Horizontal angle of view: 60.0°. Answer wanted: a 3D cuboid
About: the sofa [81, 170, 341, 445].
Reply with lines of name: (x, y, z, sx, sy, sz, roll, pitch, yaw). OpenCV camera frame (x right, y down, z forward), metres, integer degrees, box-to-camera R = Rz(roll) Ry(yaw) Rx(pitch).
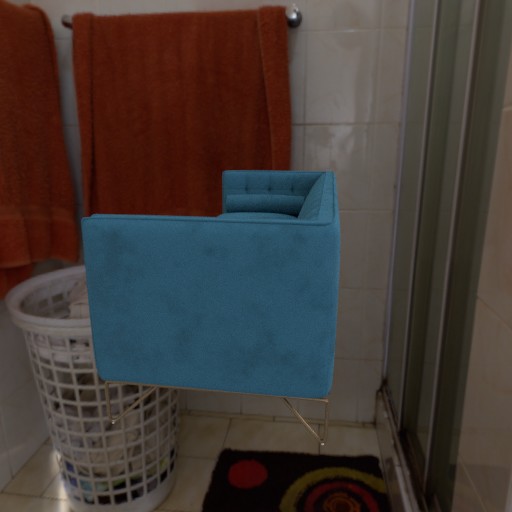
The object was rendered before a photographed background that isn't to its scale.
sofa: (0.000, 0.000, 2.463, 0.867, 0.789, 2.087, 2, 15, 9)
